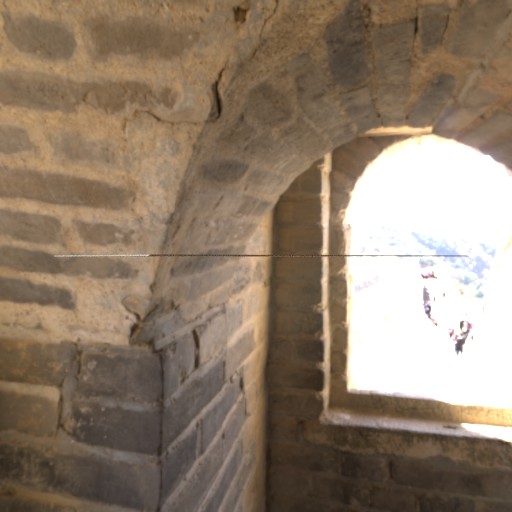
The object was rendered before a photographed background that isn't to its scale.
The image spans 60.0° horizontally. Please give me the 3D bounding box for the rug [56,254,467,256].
[{"bbox_3d":[0.000,0.000,4.049,2.977,0.008,2.380,0,0,-35],"label":"rug"}]
